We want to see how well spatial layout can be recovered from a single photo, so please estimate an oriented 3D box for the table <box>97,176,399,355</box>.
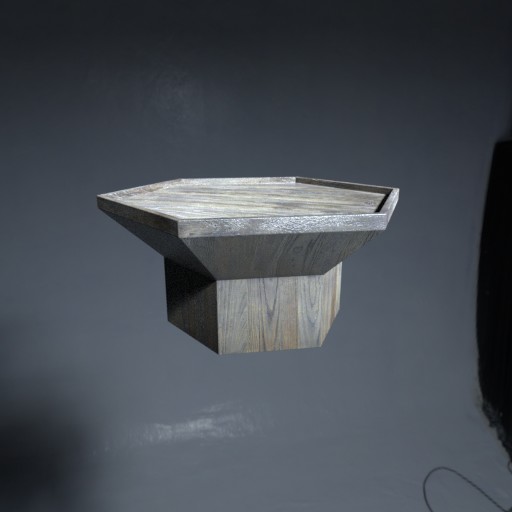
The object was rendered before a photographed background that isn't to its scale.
[{"bbox_3d":[0.000,0.000,1.684,1.115,0.488,0.966,-3,16,-9],"label":"table"}]
